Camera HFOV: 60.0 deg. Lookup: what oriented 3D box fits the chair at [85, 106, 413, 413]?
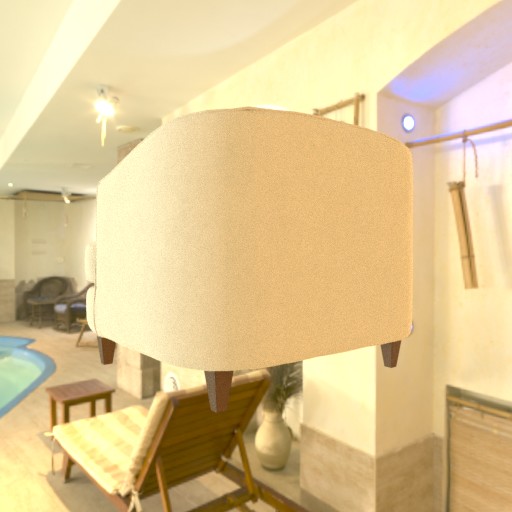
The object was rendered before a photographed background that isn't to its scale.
[{"bbox_3d":[0.000,0.000,1.758,1.104,0.852,0.941,-1,1,-37],"label":"chair"}]
